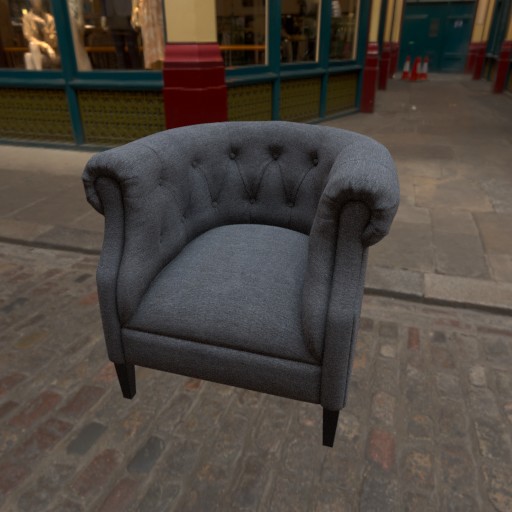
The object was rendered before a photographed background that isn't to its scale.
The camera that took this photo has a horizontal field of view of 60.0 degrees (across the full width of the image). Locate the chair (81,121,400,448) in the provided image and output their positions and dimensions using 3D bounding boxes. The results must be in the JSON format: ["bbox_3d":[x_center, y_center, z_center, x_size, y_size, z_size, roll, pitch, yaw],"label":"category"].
[{"bbox_3d":[0.000,0.000,1.585,0.905,0.827,0.852,8,28,15],"label":"chair"}]
